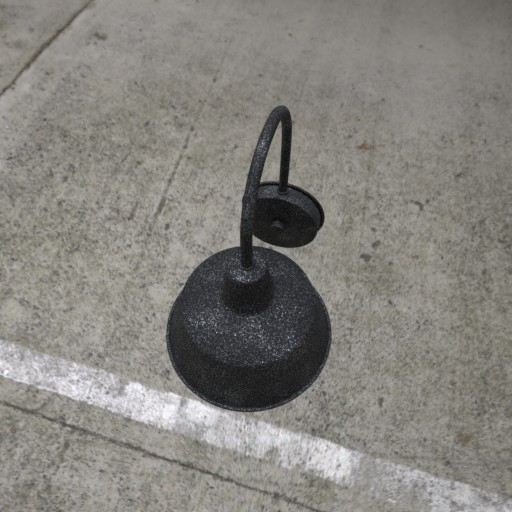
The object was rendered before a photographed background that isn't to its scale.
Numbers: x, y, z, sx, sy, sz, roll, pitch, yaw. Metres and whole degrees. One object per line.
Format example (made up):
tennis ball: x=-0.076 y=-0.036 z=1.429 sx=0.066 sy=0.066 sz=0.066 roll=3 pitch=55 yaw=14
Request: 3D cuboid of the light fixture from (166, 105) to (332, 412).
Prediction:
light fixture: x=0.000 y=0.000 z=0.497 sx=0.216 sy=0.300 sz=0.283 roll=14 pitch=58 yaw=9
